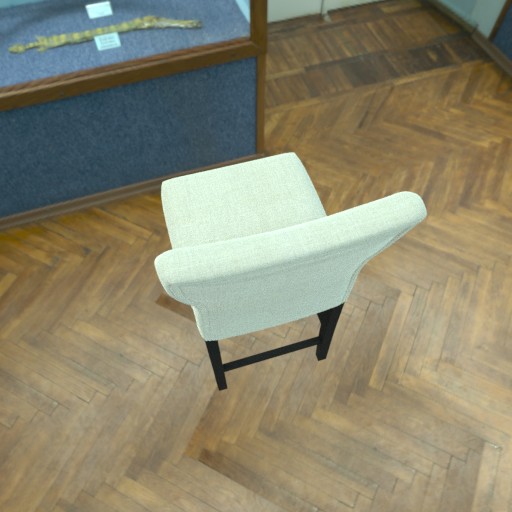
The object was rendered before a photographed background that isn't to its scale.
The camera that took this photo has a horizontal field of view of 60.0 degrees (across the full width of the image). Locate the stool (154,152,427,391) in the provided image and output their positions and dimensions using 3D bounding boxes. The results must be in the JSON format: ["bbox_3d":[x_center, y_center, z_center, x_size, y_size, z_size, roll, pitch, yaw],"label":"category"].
[{"bbox_3d":[0.000,0.000,1.314,0.514,0.972,0.603,-14,60,-9],"label":"stool"}]
